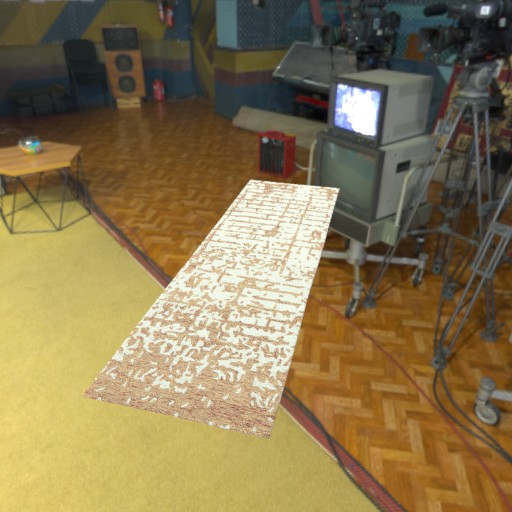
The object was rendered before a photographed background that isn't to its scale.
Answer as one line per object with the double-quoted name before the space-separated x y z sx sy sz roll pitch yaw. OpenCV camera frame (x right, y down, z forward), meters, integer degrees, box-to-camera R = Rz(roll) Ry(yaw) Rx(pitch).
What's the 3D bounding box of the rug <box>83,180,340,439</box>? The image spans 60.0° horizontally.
"rug" 0.000 0.000 2.657 0.750 0.011 2.435 8 31 13
